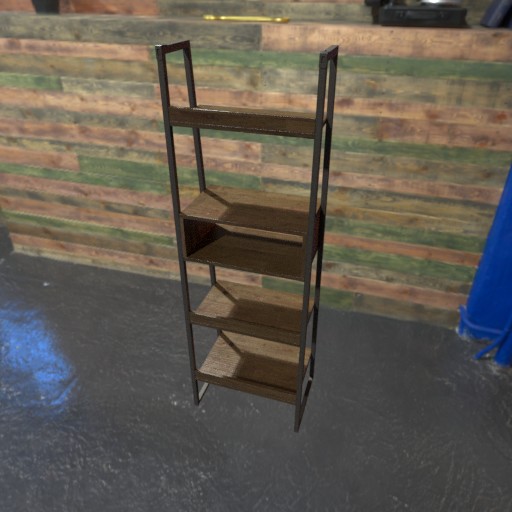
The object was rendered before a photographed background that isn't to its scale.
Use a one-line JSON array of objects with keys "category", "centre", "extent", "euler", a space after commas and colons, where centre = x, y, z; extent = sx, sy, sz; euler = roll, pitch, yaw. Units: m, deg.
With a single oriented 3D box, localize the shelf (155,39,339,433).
[{"category": "shelf", "centre": [0.000, 0.000, 2.285], "extent": [0.652, 2.005, 0.454], "euler": [10, 33, 15]}]
